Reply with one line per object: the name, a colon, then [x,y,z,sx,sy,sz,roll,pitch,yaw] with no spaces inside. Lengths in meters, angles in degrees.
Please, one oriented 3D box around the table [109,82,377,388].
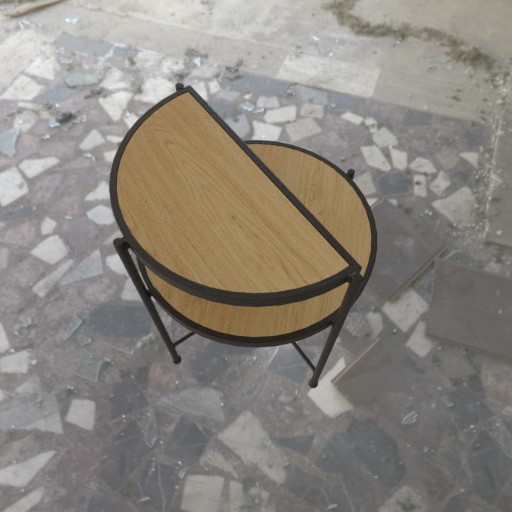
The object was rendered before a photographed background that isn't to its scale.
table: [0.000,0.000,1.168,0.628,0.684,0.629,-31,64,-17]
